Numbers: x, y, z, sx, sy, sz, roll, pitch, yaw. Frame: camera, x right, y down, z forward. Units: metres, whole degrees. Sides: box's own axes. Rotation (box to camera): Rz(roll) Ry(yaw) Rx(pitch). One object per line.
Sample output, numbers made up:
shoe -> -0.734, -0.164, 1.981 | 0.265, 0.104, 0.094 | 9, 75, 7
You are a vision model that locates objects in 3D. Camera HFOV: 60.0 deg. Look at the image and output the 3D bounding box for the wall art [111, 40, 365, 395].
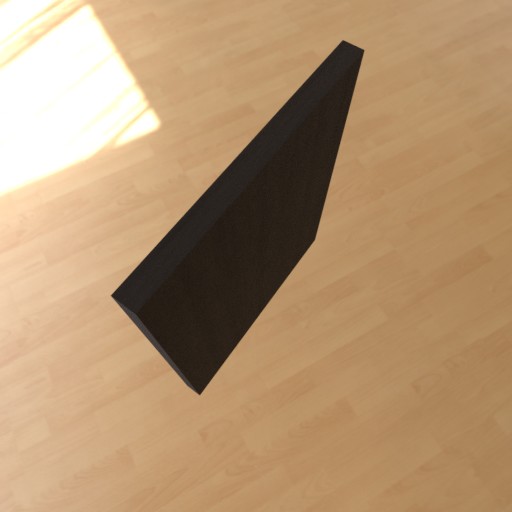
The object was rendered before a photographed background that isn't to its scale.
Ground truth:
wall art -> 0.000, 0.000, 0.770 | 0.034, 0.552, 0.455 | 33, 69, 14
